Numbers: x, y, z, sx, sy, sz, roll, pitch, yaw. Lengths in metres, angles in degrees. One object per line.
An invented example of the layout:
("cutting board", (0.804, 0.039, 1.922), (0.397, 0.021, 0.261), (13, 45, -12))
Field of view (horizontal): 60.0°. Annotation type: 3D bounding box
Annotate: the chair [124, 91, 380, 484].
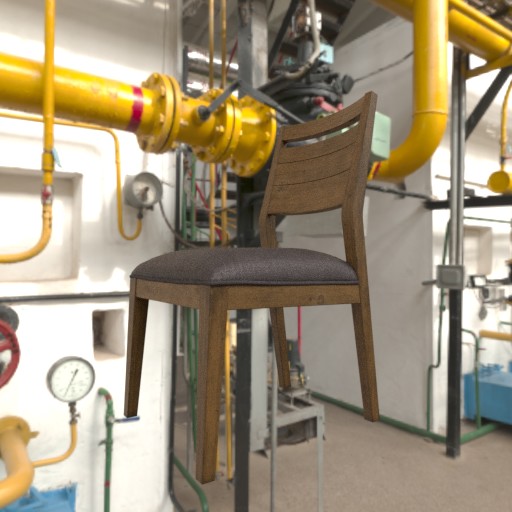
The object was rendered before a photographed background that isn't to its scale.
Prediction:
("chair", (0.000, 0.000, 1.284), (0.610, 0.939, 0.501), (0, 0, -35))
